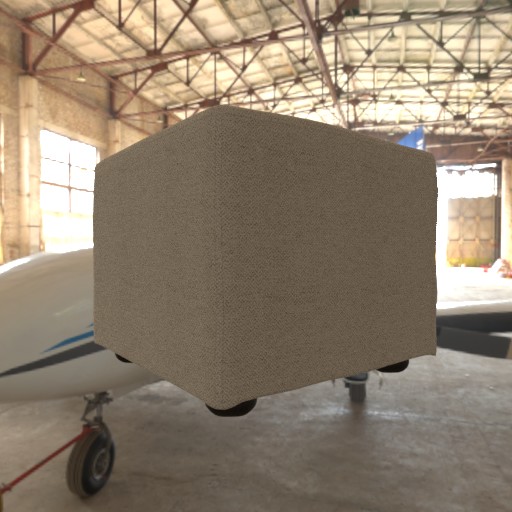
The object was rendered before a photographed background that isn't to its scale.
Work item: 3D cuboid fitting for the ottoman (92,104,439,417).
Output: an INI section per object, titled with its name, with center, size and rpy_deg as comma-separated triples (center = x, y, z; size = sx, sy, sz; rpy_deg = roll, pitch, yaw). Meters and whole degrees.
[ottoman]
center = 0.000, 0.000, 0.905
size = 0.512, 0.453, 0.521
rpy_deg = -1, 1, -37
